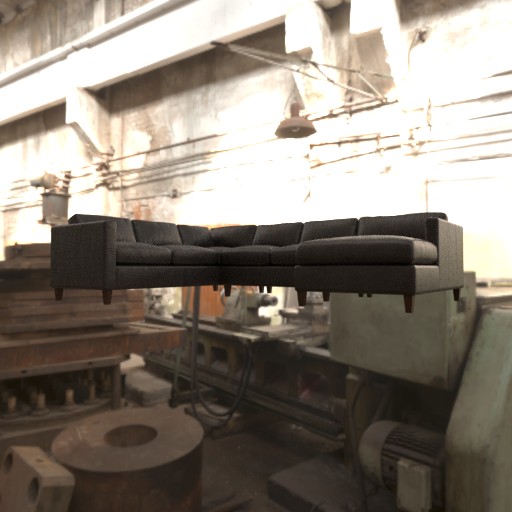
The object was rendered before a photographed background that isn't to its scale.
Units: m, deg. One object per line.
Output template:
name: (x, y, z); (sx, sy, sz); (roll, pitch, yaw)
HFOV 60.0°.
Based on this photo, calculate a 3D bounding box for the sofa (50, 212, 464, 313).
sofa: (0.000, 0.000, 4.411); (3.324, 0.891, 2.452); (-1, -2, 37)
